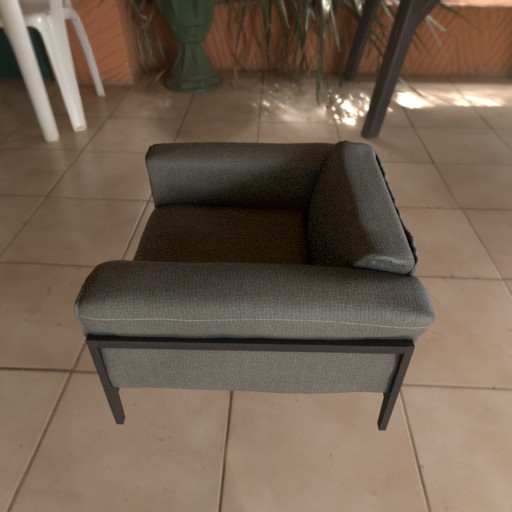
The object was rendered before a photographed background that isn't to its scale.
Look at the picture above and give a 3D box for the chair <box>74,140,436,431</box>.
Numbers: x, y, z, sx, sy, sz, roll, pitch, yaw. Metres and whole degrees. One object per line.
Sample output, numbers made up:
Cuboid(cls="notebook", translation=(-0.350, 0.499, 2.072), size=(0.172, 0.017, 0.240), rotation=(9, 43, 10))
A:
Cuboid(cls="chair", translation=(0.000, 0.000, 1.683), size=(0.969, 0.646, 1.056), rotation=(1, 39, 1))
